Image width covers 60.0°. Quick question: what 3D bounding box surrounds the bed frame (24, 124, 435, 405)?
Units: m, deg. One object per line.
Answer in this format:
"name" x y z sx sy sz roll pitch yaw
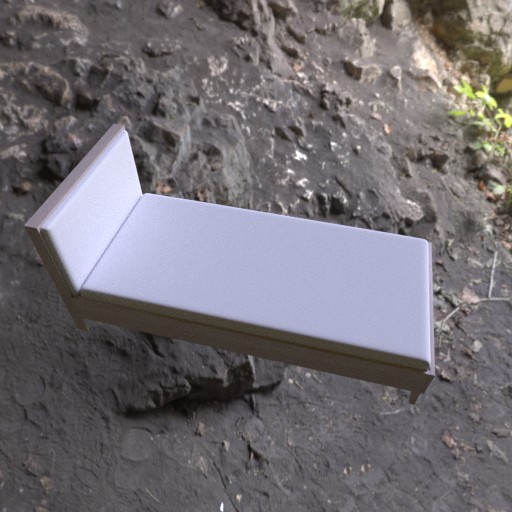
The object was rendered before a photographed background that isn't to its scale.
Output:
"bed frame" 0.000 0.000 2.698 2.140 0.920 0.990 10 48 9
